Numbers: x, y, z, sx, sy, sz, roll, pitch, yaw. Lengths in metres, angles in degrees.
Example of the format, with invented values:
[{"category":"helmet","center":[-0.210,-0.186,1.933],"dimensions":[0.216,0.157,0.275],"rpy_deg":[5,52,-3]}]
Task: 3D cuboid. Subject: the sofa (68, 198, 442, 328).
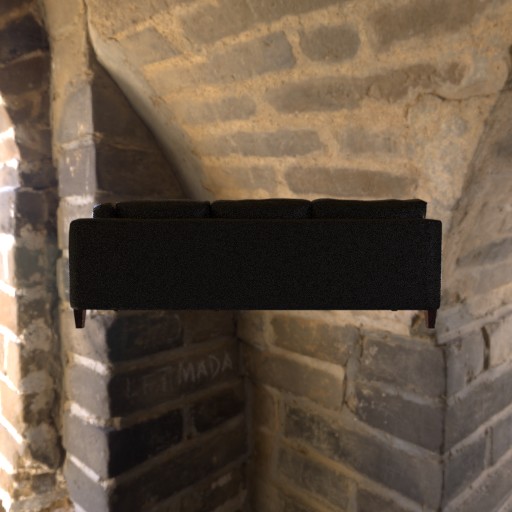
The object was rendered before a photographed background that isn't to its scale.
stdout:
[{"category":"sofa","center":[0.000,0.000,4.719],"dimensions":[2.593,0.923,3.460],"rpy_deg":[0,1,0]}]
